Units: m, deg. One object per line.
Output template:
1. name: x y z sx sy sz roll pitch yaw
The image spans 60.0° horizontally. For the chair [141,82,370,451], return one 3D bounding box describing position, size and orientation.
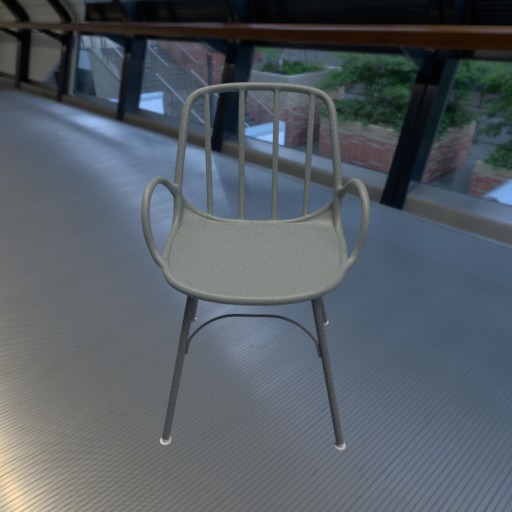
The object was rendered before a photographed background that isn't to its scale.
1. chair: 0.000 0.000 1.216 0.549 0.816 0.597 1 29 2
